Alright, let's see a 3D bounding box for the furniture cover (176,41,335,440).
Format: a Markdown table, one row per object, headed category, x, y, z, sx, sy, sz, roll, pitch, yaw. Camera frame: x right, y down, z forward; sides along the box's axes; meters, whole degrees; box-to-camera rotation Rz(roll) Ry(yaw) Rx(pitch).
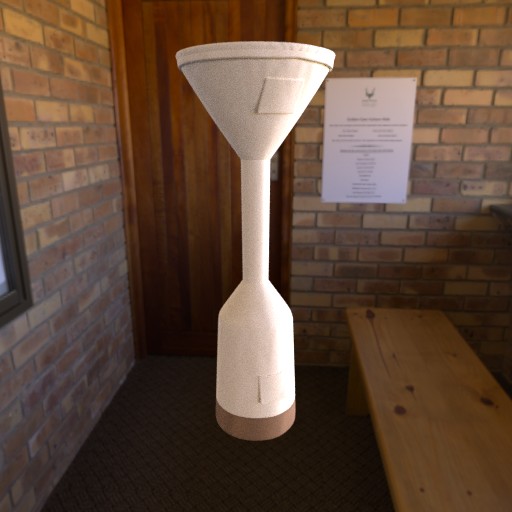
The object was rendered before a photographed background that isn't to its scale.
| category | x | y | z | sx | sy | sz | roll | pitch | yaw |
| --- | --- | --- | --- | --- | --- | --- | --- | --- | --- |
| furniture cover | 0.000 | 0.000 | 2.896 | 0.914 | 2.413 | 0.914 | -8 | 18 | -27 |
